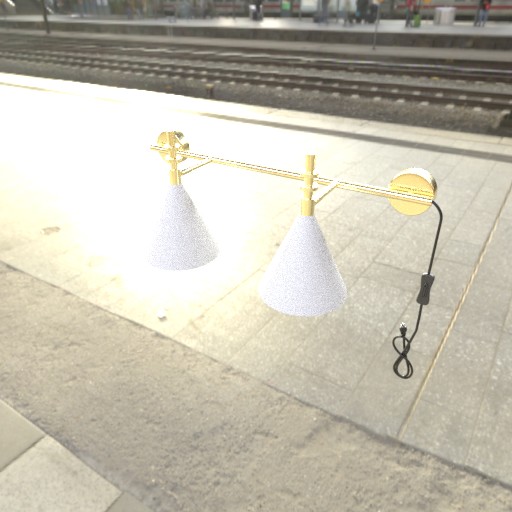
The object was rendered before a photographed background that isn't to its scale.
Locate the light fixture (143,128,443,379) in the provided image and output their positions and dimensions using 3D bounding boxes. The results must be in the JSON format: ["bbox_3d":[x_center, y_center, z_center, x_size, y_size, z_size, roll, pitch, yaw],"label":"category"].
[{"bbox_3d":[0.000,0.000,0.867,0.642,0.468,0.239,17,34,26],"label":"light fixture"}]
